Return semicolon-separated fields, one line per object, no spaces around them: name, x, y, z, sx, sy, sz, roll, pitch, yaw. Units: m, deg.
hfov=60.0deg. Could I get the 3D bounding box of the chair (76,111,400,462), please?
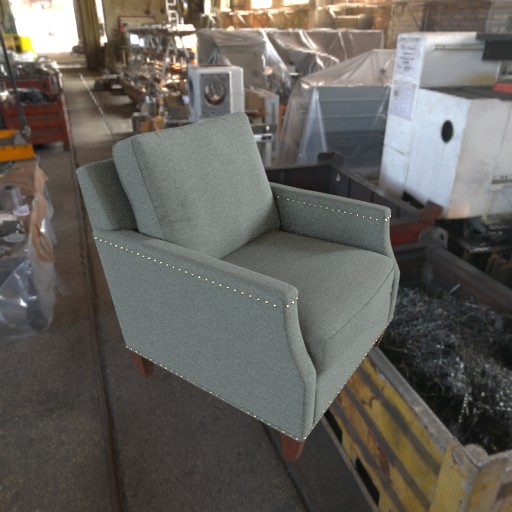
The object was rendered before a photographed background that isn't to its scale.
chair;0.000;0.000;1.854;1.031;1.031;0.885;18;32;31
